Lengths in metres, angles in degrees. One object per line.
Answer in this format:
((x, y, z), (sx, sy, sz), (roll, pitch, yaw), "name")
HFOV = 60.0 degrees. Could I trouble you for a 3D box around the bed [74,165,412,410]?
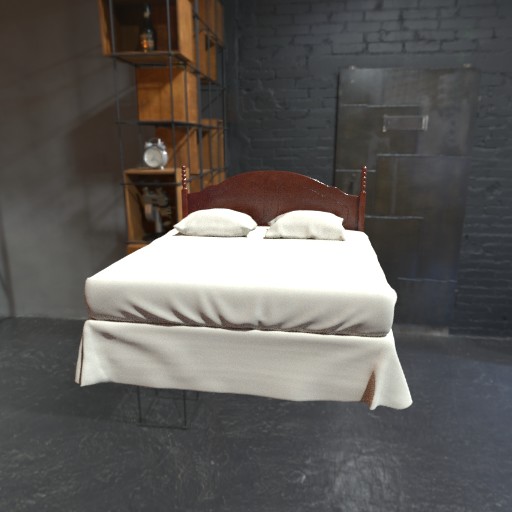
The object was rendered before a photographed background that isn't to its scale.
((0.000, 0.000, 3.677), (2.322, 1.355, 2.219), (2, 15, 8), "bed")
